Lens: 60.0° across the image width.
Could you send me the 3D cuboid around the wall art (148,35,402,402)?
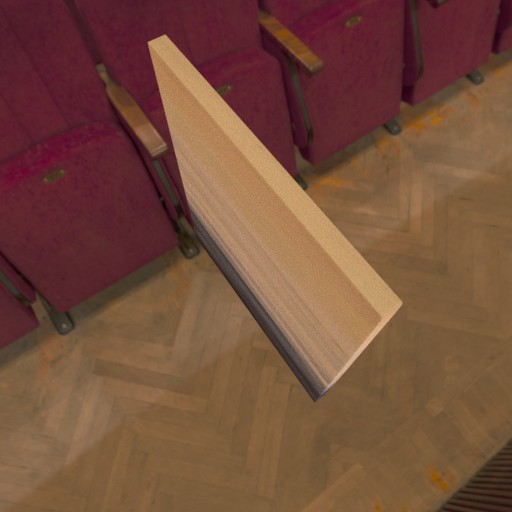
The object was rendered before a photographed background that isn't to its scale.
[{"bbox_3d":[0.000,0.000,0.979,0.041,0.710,0.608,-32,68,-15],"label":"wall art"}]
